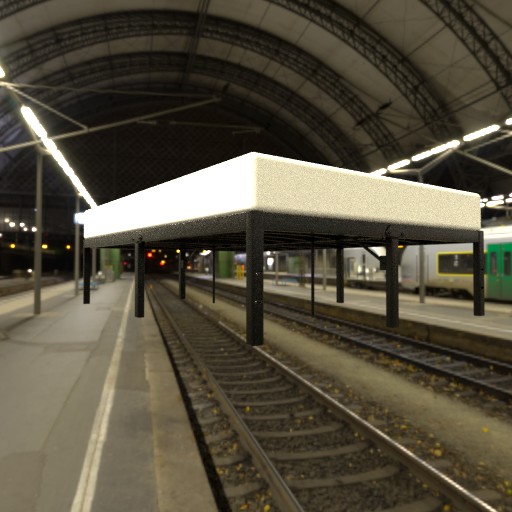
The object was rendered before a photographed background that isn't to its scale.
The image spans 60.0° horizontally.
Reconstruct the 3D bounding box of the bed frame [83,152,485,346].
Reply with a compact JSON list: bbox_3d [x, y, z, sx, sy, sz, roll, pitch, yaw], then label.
[{"bbox_3d":[0.000,0.000,2.765,1.557,0.659,2.072,1,-2,-36],"label":"bed frame"}]
